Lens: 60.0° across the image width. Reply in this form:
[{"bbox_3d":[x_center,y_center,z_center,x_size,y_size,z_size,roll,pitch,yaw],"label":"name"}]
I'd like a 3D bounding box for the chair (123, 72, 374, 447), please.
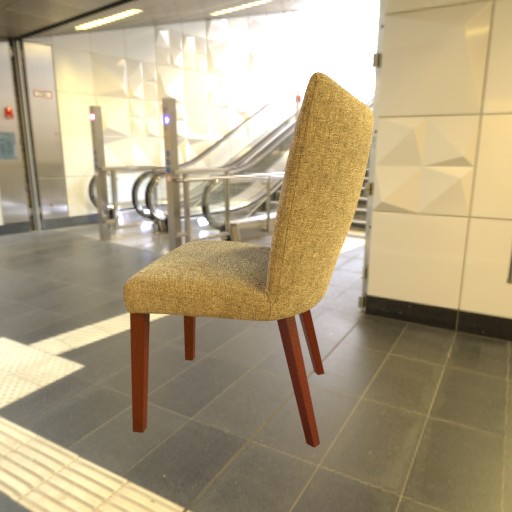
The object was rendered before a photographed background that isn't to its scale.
[{"bbox_3d":[0.000,0.000,1.299,0.623,0.924,0.535,2,14,10],"label":"chair"}]
